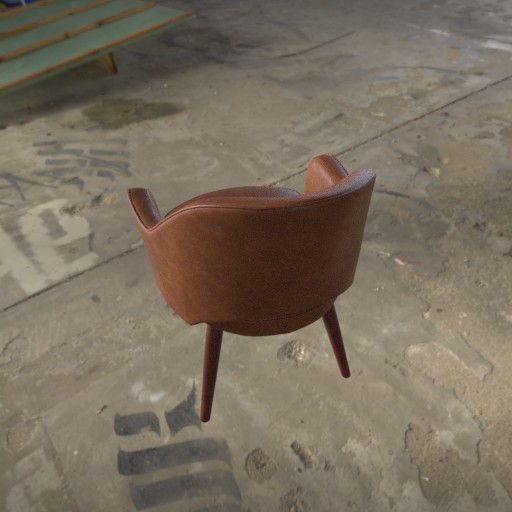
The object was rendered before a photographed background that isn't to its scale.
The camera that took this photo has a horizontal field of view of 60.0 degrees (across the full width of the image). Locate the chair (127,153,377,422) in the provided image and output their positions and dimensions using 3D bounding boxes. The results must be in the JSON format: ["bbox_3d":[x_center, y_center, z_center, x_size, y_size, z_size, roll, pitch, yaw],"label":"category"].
[{"bbox_3d":[0.000,0.000,1.205,0.591,0.777,0.640,-13,43,-14],"label":"chair"}]
